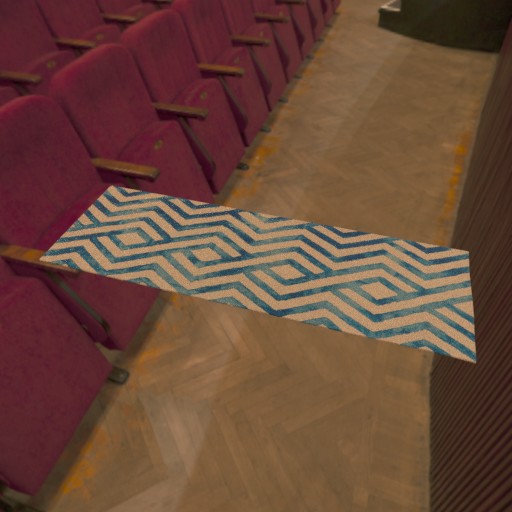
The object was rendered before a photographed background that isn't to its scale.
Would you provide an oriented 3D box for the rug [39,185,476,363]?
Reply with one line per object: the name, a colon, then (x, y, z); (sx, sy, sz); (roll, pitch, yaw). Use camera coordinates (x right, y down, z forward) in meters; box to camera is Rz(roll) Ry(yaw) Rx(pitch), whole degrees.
rug: (0.000, 0.000, 1.621); (1.492, 0.007, 0.503); (12, 44, 12)
